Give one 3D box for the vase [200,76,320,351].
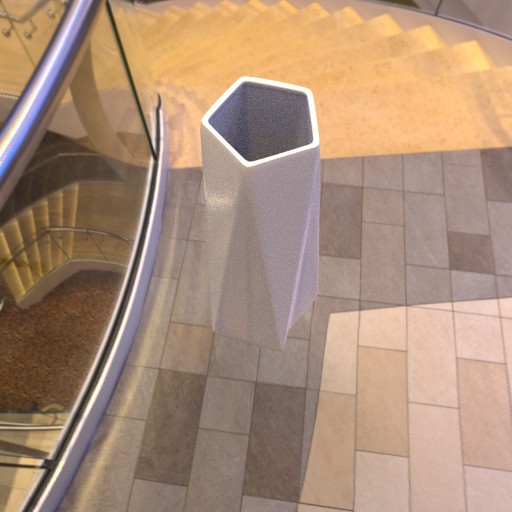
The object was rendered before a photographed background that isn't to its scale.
[{"bbox_3d":[0.000,0.000,0.393,0.116,0.329,0.122,-36,68,-16],"label":"vase"}]
